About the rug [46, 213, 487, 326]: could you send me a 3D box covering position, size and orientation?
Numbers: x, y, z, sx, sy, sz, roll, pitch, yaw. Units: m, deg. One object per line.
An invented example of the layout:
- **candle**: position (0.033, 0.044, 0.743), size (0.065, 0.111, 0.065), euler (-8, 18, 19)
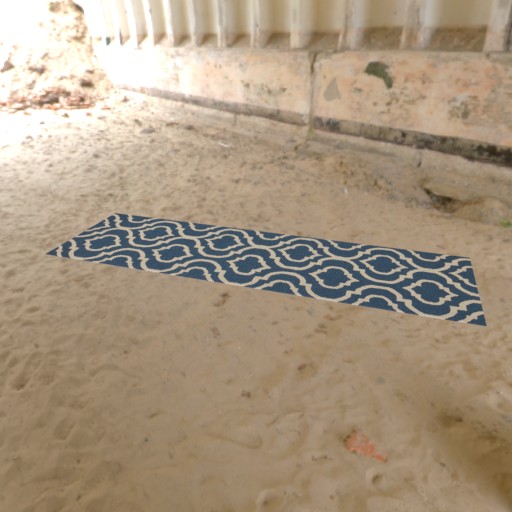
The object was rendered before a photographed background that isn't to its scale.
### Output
- **rug**: position (0.000, 0.000, 2.507), size (2.296, 0.006, 0.685), euler (8, 27, 16)
